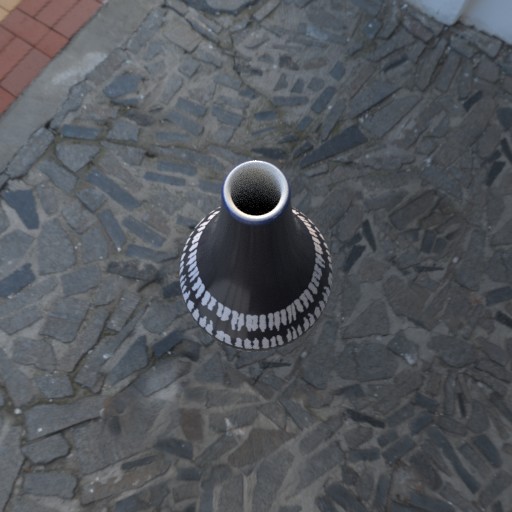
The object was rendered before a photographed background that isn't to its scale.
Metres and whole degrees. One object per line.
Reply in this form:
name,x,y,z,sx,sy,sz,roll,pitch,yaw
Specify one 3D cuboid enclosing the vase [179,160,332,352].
vase,0.000,0.000,0.390,0.159,0.295,0.159,0,76,0
